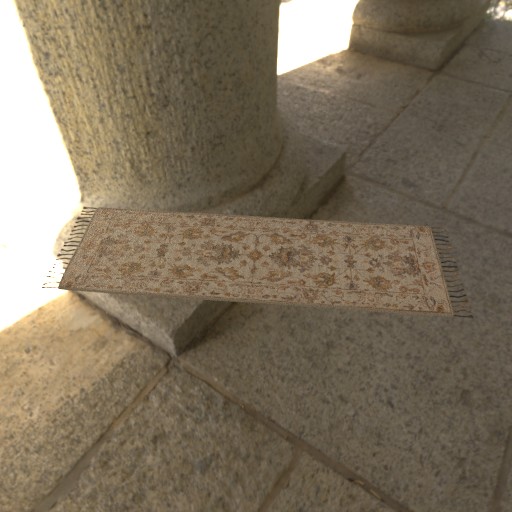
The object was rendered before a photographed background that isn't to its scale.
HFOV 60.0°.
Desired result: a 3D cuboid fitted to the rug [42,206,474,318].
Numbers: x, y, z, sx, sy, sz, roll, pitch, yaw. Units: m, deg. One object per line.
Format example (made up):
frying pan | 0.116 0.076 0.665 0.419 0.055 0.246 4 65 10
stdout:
rug | 0.000 0.000 2.722 2.438 0.021 0.729 4 47 3
